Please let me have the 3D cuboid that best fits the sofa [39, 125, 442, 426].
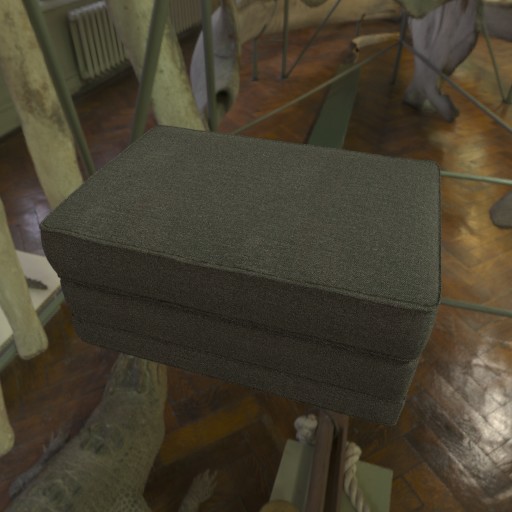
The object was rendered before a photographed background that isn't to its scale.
[{"bbox_3d":[0.000,0.000,1.191,0.854,0.457,0.578,11,41,13],"label":"sofa"}]
